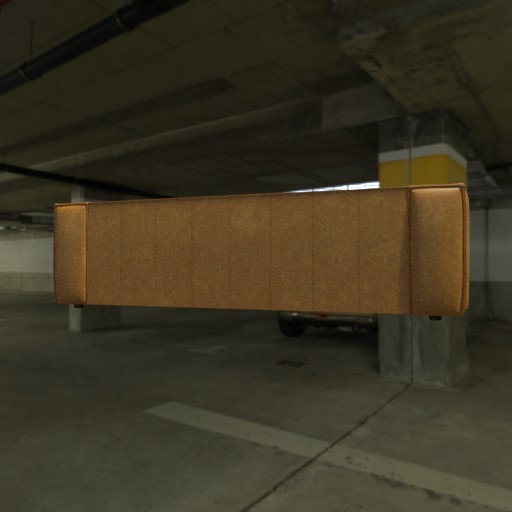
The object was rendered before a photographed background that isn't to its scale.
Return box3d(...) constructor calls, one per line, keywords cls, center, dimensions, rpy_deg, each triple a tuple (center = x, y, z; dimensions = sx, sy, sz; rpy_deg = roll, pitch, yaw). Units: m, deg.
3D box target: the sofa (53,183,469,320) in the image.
box3d(cls="sofa", center=(0.000, 0.000, 3.067), dimensions=(2.581, 0.701, 1.102), rpy_deg=(0, -1, 17))
